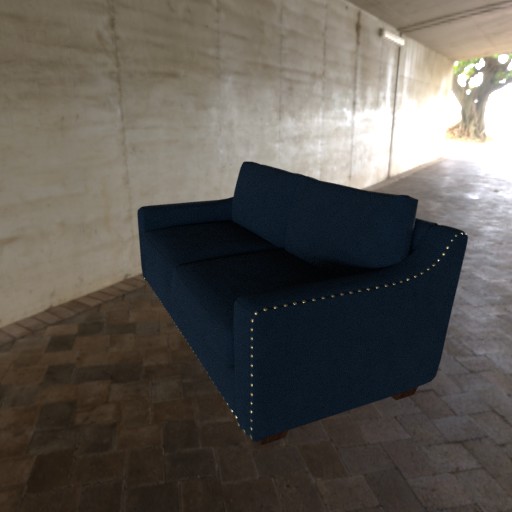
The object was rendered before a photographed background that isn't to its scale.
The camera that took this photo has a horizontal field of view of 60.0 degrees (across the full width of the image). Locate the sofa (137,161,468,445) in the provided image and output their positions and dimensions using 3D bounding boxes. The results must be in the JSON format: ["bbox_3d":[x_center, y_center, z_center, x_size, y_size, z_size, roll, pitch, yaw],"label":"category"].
[{"bbox_3d":[0.000,0.000,2.743,1.104,0.983,2.107,-8,19,-24],"label":"sofa"}]
